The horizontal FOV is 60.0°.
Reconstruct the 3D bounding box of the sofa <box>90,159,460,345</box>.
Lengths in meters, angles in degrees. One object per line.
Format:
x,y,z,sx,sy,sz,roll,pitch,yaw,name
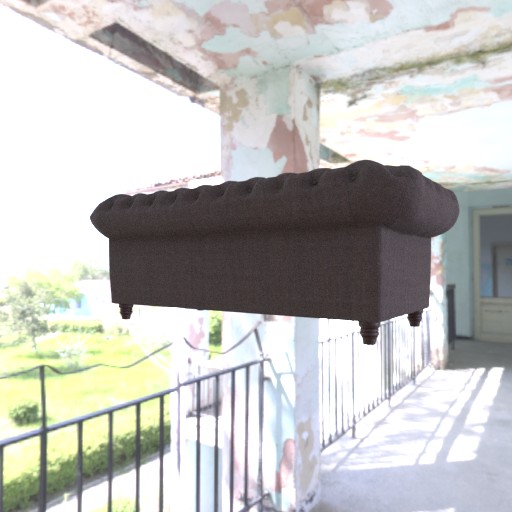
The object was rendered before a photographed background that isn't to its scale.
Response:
0.000,0.000,2.576,2.048,0.780,0.944,-1,-2,35,sofa
